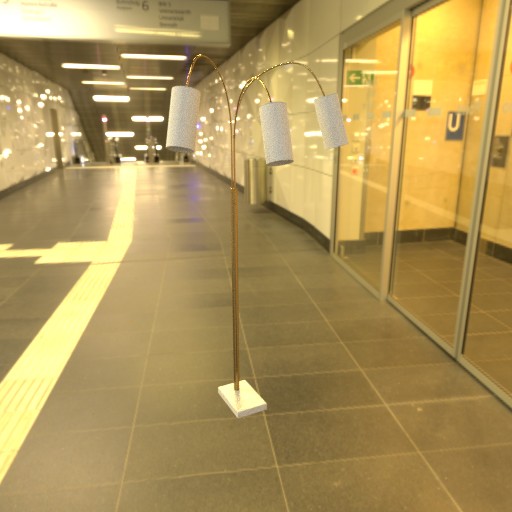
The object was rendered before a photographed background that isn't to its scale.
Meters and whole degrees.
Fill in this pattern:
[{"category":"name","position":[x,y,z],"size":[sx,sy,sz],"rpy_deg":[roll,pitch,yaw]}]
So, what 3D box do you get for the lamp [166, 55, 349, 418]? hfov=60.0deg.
[{"category":"lamp","position":[0.000,0.000,2.484],"size":[1.020,2.055,0.667],"rpy_deg":[-8,18,-26]}]
